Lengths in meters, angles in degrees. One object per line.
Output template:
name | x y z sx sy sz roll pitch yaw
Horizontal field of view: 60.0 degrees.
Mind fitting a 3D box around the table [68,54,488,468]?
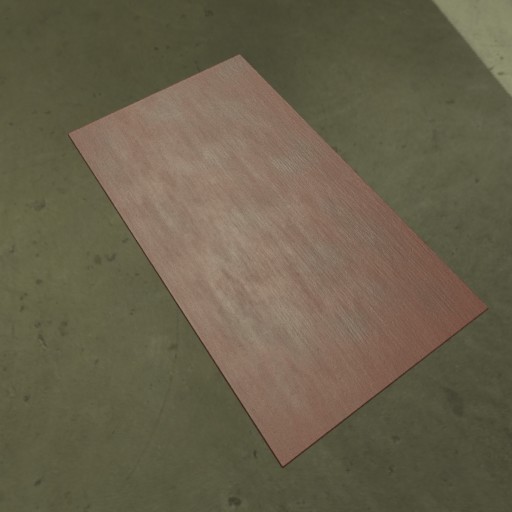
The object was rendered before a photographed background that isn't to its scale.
table | 0.000 0.000 1.233 0.533 0.456 0.943 -31 67 -15
